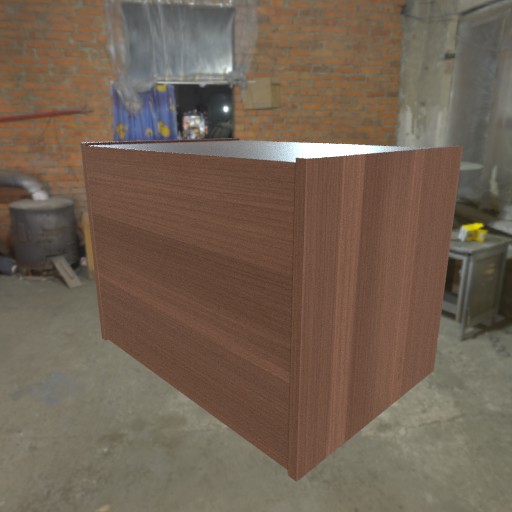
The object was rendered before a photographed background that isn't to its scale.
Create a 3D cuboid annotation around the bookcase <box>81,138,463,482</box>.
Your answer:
[{"bbox_3d":[0.000,0.000,0.623,0.290,0.305,0.415,-15,22,-42],"label":"bookcase"}]
